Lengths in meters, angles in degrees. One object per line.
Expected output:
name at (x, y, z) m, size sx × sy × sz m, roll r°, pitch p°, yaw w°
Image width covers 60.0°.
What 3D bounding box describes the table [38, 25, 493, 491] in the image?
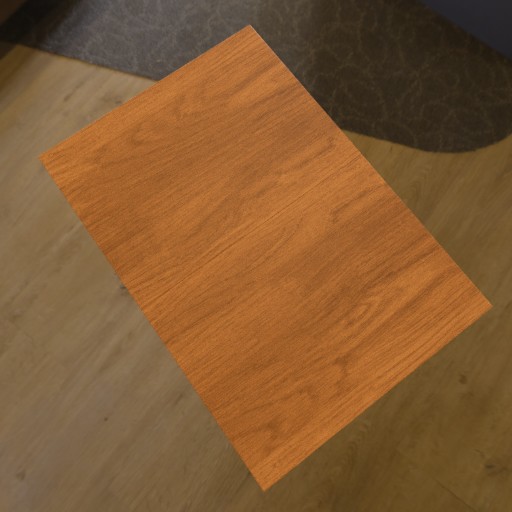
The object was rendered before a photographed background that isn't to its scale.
table at (0.000, 0.000, 1.832) m, size 0.900 × 0.770 × 1.300 m, roll -36°, pitch 79°, yaw -8°
